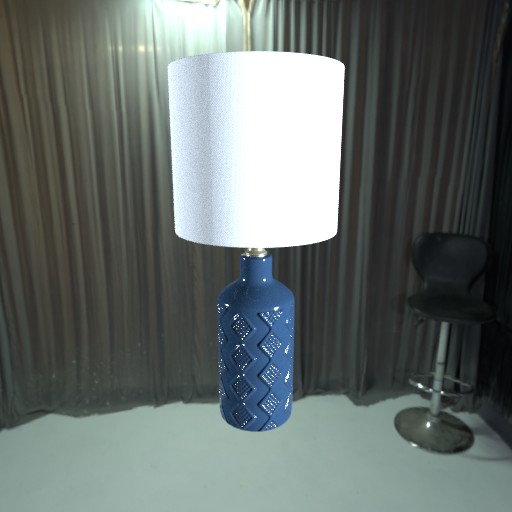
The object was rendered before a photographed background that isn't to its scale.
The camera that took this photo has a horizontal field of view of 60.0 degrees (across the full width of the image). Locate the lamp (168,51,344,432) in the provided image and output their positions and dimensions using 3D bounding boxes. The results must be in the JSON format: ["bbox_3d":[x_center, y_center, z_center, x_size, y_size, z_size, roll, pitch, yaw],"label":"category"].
[{"bbox_3d":[0.000,0.000,0.585,0.207,0.461,0.207,-2,14,-9],"label":"lamp"}]
